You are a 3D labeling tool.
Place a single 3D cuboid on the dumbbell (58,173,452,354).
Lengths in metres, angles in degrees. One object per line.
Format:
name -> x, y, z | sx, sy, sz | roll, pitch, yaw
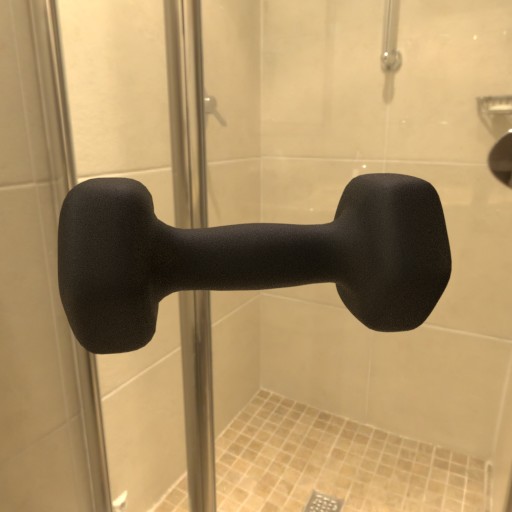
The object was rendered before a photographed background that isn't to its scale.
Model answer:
dumbbell -> 0.000, 0.000, 0.287 | 0.231, 0.101, 0.112 | -2, 16, -9
